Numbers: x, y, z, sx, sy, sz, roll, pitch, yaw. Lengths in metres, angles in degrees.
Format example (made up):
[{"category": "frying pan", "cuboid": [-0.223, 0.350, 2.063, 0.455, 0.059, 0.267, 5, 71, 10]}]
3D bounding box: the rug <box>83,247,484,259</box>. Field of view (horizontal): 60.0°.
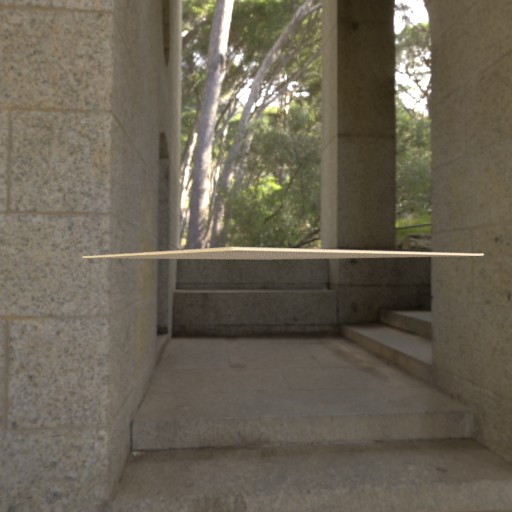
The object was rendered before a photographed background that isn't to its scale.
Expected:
[{"category": "rug", "cuboid": [0.000, 0.000, 4.167, 2.407, 0.020, 3.051, 1, -1, -35]}]
